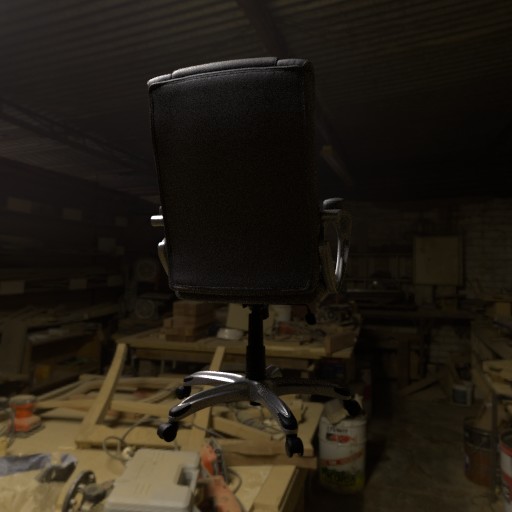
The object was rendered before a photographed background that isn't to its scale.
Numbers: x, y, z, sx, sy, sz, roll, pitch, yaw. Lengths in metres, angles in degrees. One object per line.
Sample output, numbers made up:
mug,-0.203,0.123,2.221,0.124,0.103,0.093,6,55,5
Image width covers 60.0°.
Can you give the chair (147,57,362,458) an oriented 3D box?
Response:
chair,0.000,0.000,1.588,0.721,1.130,0.719,0,-1,18
